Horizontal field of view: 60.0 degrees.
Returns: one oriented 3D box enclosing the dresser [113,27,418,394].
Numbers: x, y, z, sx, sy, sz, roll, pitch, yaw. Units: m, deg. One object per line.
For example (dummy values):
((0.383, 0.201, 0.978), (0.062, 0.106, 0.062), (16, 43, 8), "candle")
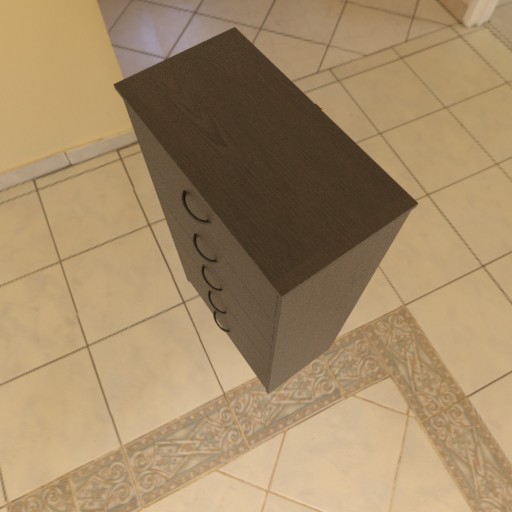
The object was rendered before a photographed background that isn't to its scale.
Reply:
((0.000, 0.000, 1.602), (0.418, 1.254, 0.704), (-33, 68, -15), "dresser")
